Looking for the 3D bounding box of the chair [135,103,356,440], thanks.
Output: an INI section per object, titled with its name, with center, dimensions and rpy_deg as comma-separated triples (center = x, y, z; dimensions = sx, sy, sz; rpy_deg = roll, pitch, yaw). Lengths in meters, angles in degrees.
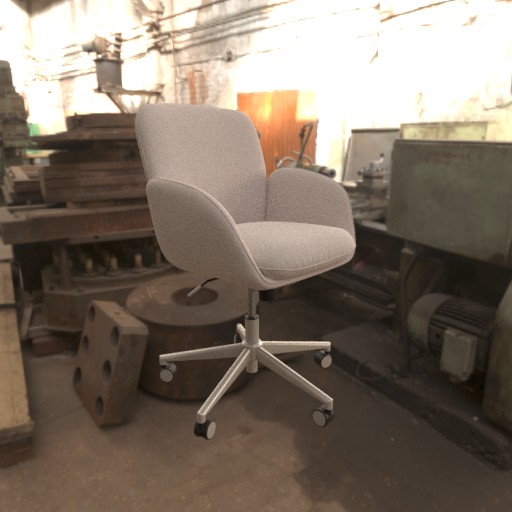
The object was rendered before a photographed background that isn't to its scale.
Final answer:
[chair]
center = 0.000, 0.000, 1.433
dimensions = 0.633, 0.959, 0.648
rpy_deg = 14, 20, 42
